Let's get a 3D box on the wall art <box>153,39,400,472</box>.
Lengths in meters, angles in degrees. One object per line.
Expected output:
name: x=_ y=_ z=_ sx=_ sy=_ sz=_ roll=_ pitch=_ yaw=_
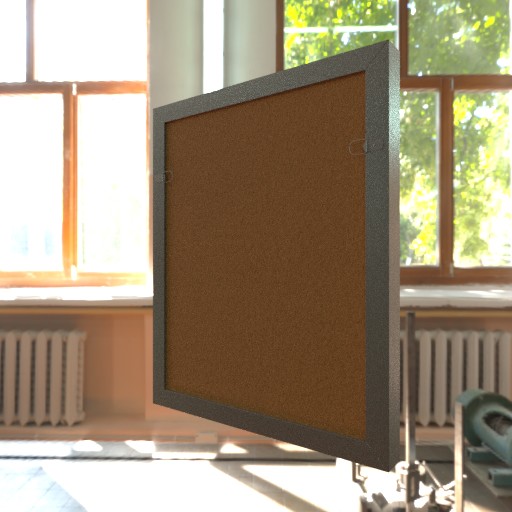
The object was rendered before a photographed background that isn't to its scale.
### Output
wall art: x=0.000 y=0.000 z=0.489 sx=0.308 sy=0.379 sz=0.030 roll=0 pitch=0 yaw=36
